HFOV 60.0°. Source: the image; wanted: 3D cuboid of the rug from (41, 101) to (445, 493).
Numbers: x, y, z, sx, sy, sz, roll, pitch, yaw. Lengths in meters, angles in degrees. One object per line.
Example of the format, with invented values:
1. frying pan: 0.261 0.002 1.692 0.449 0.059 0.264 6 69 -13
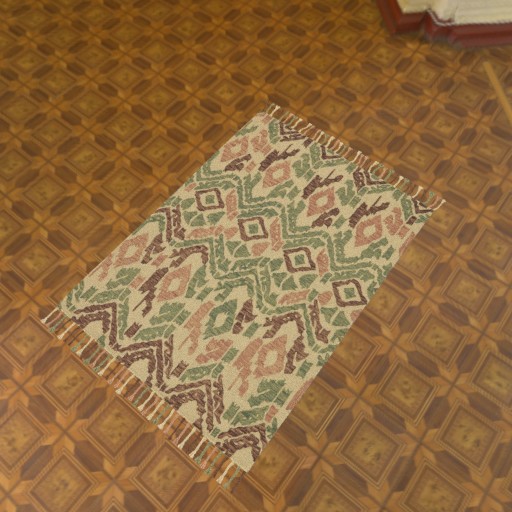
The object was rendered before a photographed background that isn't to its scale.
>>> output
1. rug: 0.000 0.000 2.268 1.219 0.010 1.829 35 68 16
